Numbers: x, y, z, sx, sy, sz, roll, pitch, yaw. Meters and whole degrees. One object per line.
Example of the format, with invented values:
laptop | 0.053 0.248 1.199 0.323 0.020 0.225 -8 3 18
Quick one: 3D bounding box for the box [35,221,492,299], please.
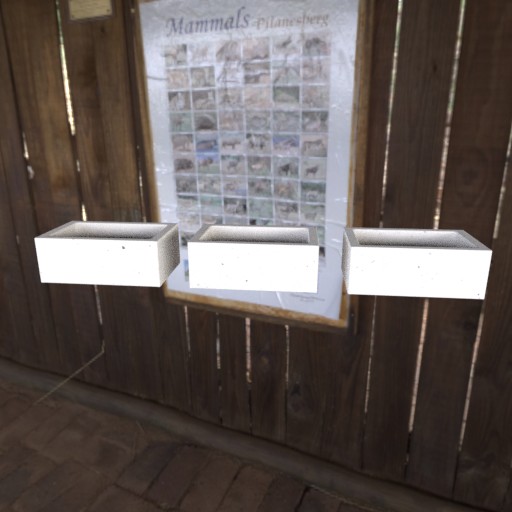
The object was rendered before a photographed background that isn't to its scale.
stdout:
box | 0.000 0.000 0.490 0.461 0.051 0.082 2 18 6
